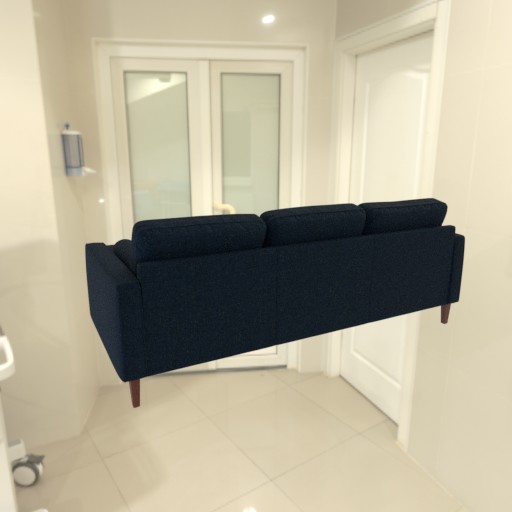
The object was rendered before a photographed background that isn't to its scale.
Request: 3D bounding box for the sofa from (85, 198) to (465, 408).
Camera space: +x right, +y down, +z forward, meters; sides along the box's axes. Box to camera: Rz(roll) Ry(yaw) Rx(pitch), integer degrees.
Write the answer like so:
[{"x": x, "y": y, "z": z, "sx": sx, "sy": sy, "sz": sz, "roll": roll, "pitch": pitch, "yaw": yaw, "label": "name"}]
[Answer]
[{"x": 0.000, "y": 0.000, "z": 3.023, "sx": 2.185, "sy": 0.841, "sz": 1.613, "roll": -7, "pitch": 16, "yaw": -27, "label": "sofa"}]
